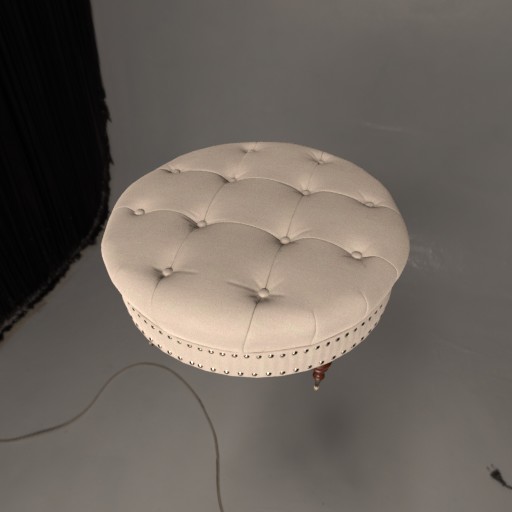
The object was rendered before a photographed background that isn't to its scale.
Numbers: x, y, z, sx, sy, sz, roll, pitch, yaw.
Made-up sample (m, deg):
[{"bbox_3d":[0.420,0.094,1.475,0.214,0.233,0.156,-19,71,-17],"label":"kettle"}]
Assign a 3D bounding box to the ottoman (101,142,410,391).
[{"bbox_3d":[0.000,0.000,1.416,0.901,0.439,0.901,0,41,0],"label":"ottoman"}]
